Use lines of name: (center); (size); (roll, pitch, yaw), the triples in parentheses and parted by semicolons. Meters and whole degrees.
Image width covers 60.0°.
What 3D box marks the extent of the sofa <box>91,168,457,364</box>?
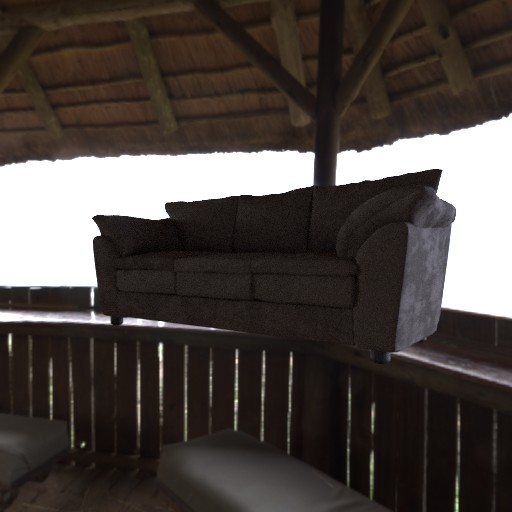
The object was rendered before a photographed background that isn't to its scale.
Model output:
sofa: (0.000, 0.000, 2.860); (2.377, 0.981, 0.893); (0, 0, 36)
